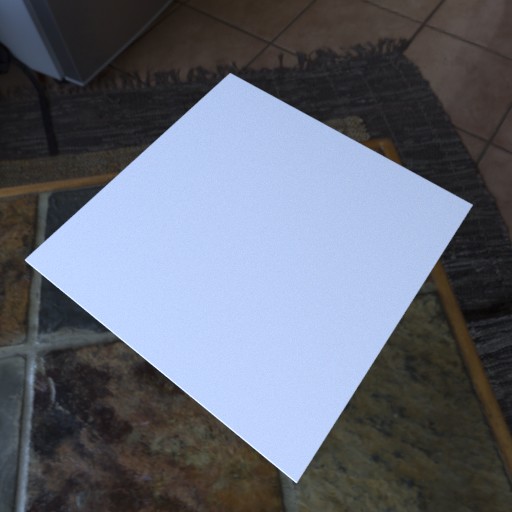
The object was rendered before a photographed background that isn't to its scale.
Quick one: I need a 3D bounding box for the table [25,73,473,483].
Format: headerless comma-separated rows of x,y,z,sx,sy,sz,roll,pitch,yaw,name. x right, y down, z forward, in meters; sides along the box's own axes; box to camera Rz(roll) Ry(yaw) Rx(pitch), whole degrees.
0.000,0.000,1.369,0.890,0.305,0.890,34,68,16,table
